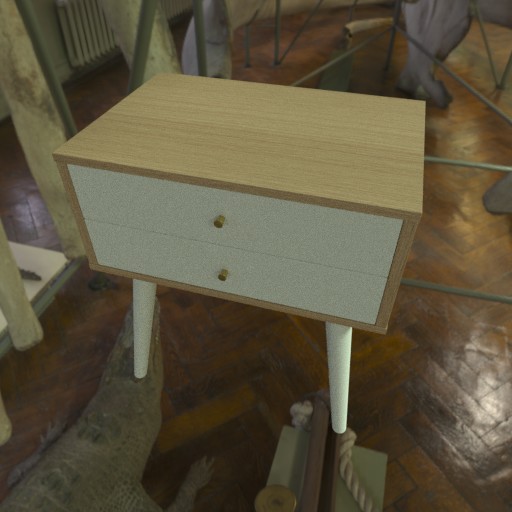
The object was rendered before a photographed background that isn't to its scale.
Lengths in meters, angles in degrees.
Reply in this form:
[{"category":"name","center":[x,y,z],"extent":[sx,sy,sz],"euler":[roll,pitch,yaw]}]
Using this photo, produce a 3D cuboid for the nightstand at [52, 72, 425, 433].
[{"category":"nightstand","center":[0.000,0.000,0.984],"extent":[0.571,0.610,0.407],"euler":[11,42,12]}]
